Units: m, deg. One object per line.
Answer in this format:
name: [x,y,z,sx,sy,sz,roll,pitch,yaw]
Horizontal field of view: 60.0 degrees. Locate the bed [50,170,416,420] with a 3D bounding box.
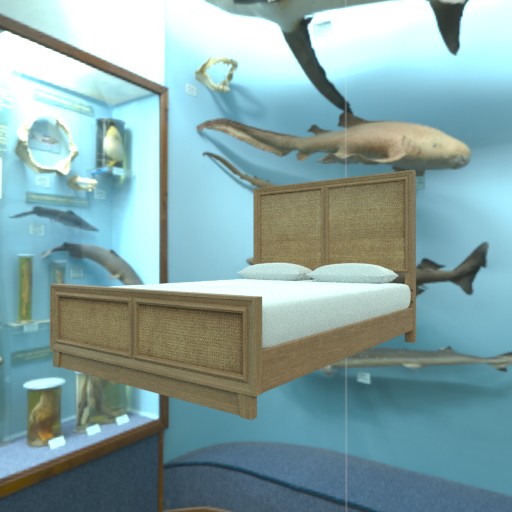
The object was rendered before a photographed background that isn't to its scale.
bed: [0.000,0.000,3.190,1.606,1.387,2.184,0,0,37]
